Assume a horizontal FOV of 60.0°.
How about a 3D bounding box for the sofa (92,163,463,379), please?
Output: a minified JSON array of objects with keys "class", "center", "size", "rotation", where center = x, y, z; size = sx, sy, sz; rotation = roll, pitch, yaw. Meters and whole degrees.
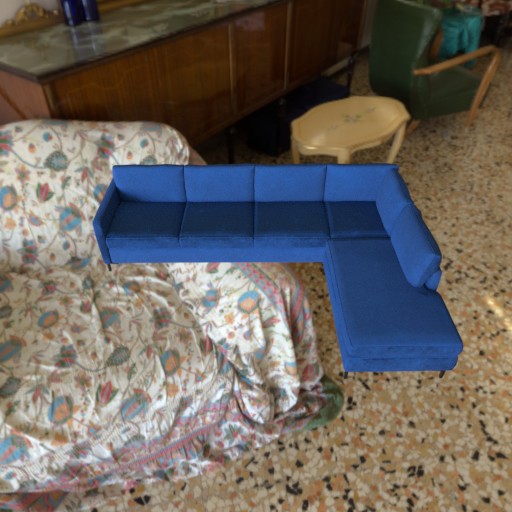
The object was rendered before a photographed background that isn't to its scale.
[{"class":"sofa","center":[0.000,0.000,3.259],"size":[2.486,0.687,1.707],"rotation":[0,41,0]}]
